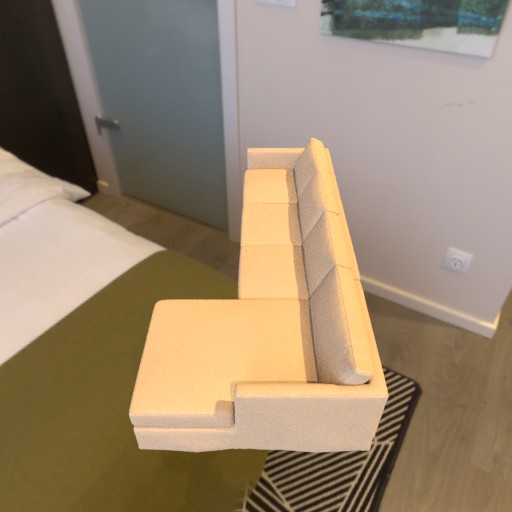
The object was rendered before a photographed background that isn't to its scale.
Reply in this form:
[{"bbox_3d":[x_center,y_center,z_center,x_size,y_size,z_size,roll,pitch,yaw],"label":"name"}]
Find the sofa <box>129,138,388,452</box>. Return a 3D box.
[{"bbox_3d":[0.000,0.000,3.986,1.622,0.871,3.206,0,41,0],"label":"sofa"}]
